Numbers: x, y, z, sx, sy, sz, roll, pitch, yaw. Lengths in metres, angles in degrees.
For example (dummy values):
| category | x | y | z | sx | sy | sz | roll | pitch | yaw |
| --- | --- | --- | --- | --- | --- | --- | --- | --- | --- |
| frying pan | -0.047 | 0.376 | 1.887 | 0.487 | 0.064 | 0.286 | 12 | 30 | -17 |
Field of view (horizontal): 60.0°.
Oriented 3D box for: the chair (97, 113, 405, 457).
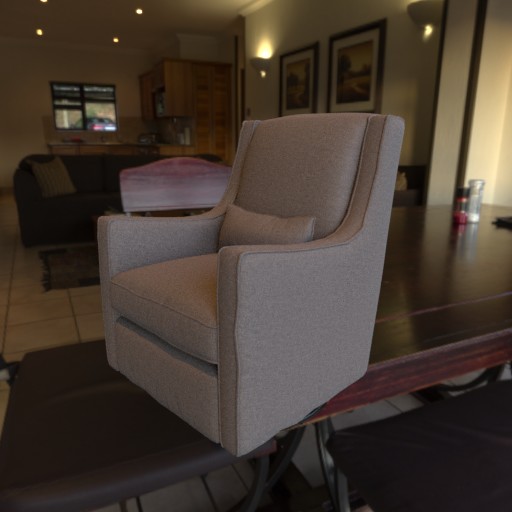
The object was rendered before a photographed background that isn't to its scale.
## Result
| category | x | y | z | sx | sy | sz | roll | pitch | yaw |
| --- | --- | --- | --- | --- | --- | --- | --- | --- | --- |
| chair | 0.000 | 0.000 | 1.579 | 0.879 | 0.993 | 0.732 | -14 | 20 | -43 |
